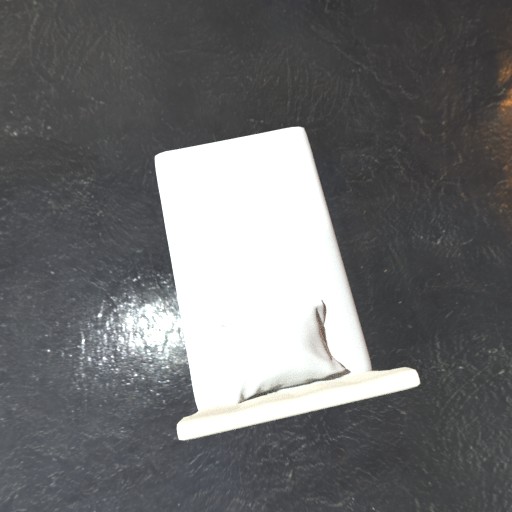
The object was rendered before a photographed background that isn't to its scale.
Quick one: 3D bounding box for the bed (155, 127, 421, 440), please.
[{"bbox_3d":[0.000,0.000,3.011,1.261,1.571,1.997,-12,74,-3],"label":"bed"}]
